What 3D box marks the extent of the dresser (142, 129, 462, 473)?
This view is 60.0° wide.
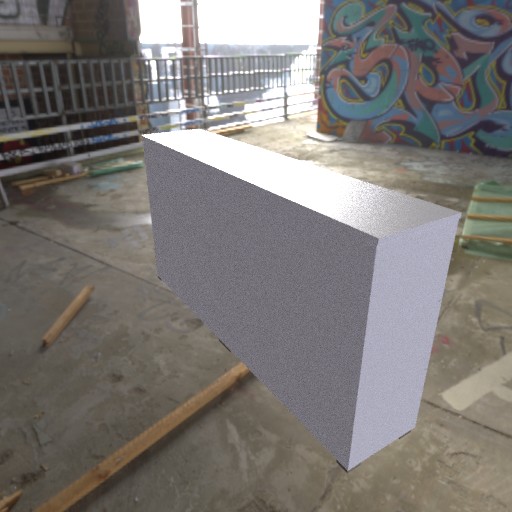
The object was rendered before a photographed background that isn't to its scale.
[{"bbox_3d":[0.000,0.000,1.853,0.333,0.790,1.535,-16,30,-30],"label":"dresser"}]
